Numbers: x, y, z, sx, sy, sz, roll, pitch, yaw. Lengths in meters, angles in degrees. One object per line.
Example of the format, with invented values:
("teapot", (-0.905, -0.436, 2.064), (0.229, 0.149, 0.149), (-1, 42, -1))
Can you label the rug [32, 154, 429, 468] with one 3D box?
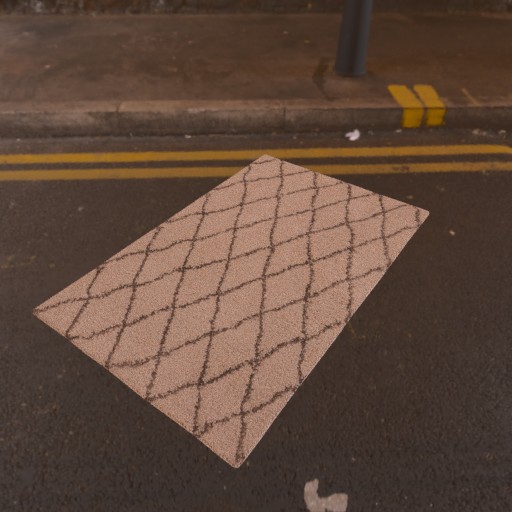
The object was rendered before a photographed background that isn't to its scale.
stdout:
("rug", (0.000, 0.000, 3.449), (1.778, 0.030, 2.743), (26, 47, 27))
